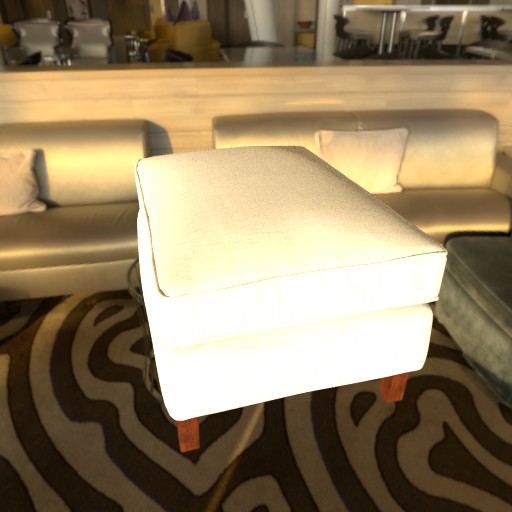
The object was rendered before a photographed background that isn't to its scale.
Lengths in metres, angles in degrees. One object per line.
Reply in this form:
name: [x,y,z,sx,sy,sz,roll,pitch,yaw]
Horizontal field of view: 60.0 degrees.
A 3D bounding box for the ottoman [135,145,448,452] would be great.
ottoman: [0.000,0.000,0.982,0.501,0.406,0.665,-8,30,-14]
